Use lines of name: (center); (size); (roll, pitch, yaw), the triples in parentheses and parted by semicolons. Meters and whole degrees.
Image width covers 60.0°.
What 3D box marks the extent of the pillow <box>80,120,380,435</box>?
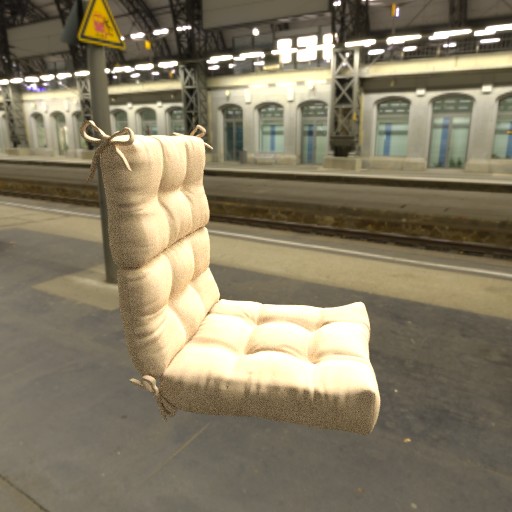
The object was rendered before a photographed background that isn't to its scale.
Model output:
pillow: (0.000, 0.000, 1.047); (0.571, 0.605, 0.519); (3, 15, 10)
